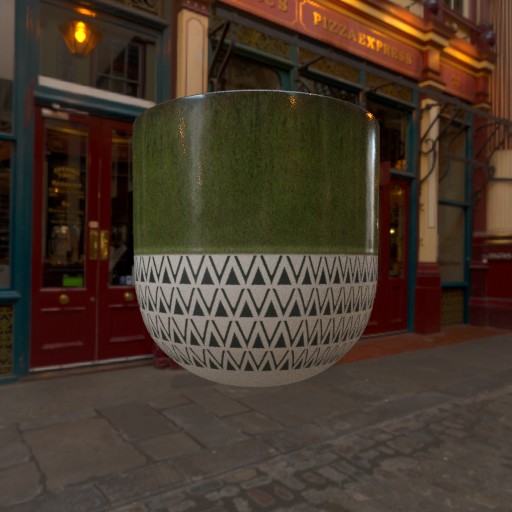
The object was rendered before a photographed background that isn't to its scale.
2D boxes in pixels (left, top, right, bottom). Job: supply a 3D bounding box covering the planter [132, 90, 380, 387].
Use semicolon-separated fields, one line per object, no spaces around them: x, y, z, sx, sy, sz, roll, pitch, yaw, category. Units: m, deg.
0.000;0.000;0.493;0.266;0.270;0.266;0;-1;0;planter
